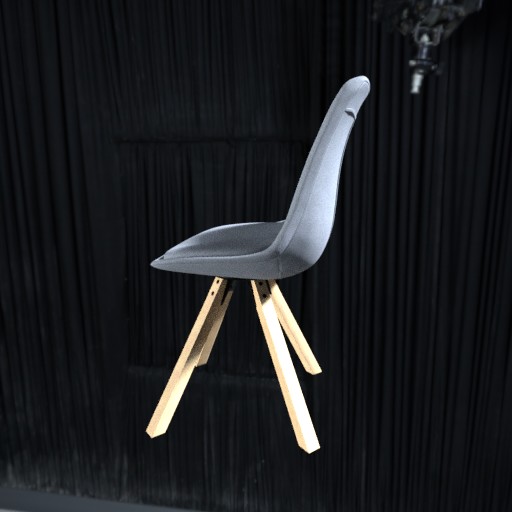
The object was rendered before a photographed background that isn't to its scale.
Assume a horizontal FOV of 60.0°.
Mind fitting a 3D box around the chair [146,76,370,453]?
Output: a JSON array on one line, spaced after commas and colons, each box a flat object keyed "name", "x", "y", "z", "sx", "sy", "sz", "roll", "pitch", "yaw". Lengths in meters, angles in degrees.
[{"name": "chair", "x": 0.000, "y": 0.000, "z": 1.198, "sx": 0.549, "sy": 0.863, "sz": 0.474, "roll": 2, "pitch": 13, "yaw": 9}]
